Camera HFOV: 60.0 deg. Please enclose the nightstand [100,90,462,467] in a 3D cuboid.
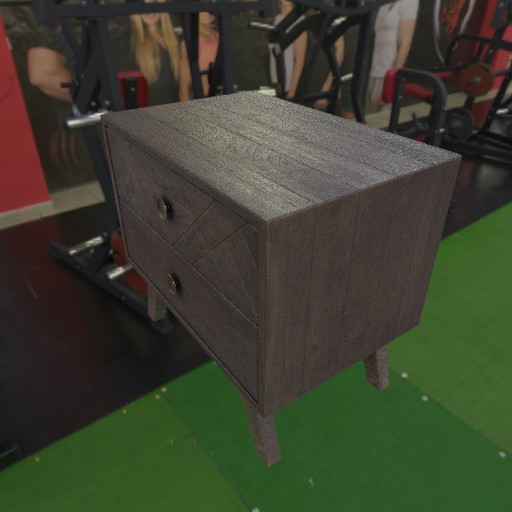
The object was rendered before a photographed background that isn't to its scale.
[{"bbox_3d":[0.000,0.000,1.069,0.450,0.599,0.650,-21,38,-29],"label":"nightstand"}]
